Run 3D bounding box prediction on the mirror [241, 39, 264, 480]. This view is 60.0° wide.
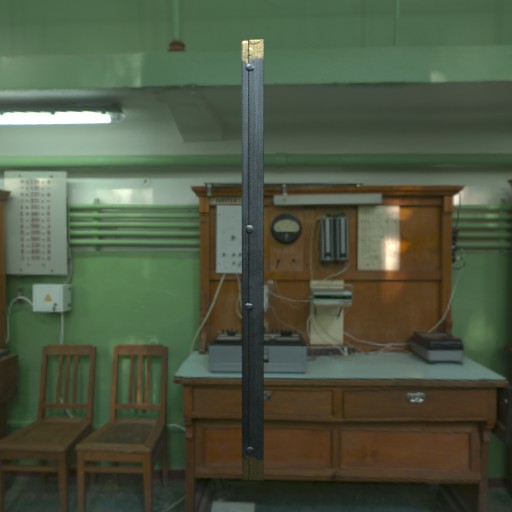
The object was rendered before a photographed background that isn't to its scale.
[{"bbox_3d":[0.000,0.000,0.572,0.020,0.381,0.382,0,2,1],"label":"mirror"}]
